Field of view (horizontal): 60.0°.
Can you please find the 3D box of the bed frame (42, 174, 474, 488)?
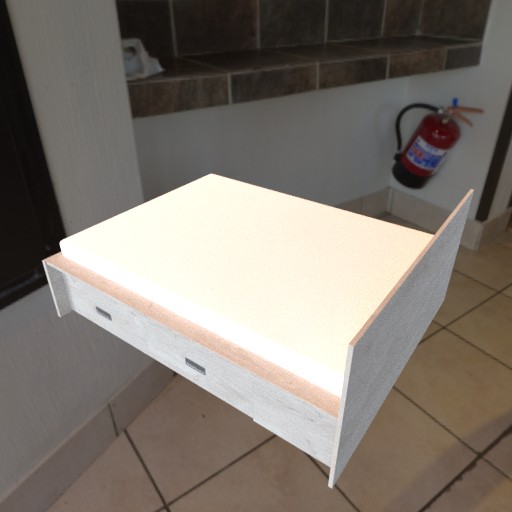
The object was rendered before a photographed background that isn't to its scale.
[{"bbox_3d":[0.000,0.000,2.712,1.960,0.800,1.622,21,37,30],"label":"bed frame"}]
